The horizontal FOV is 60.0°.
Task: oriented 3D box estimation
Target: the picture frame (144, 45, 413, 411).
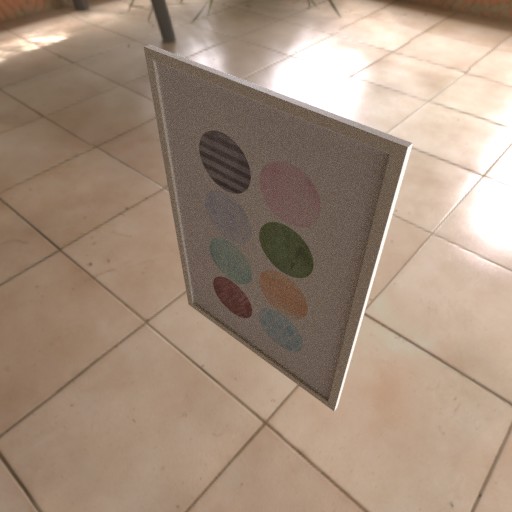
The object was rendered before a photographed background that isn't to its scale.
[{"bbox_3d":[0.000,0.000,0.838,0.457,0.657,0.013,31,53,27],"label":"picture frame"}]
